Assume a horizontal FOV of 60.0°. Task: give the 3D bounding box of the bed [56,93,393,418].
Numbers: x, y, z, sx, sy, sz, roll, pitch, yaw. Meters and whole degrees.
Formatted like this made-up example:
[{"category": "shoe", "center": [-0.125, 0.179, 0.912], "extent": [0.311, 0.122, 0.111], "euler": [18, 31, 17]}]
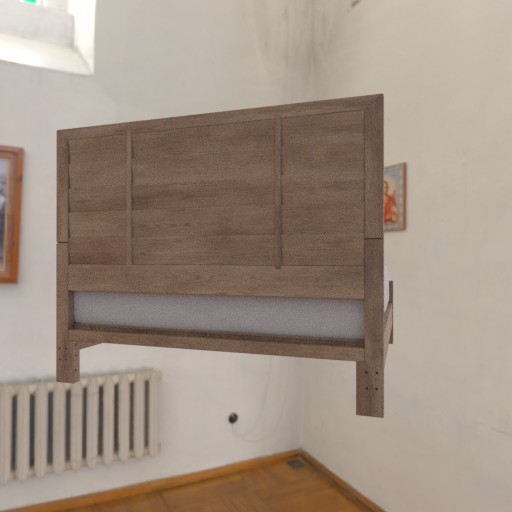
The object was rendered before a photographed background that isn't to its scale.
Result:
[{"category": "bed", "center": [0.000, 0.000, 3.512], "extent": [2.032, 1.626, 2.062], "euler": [0, 0, 18]}]
